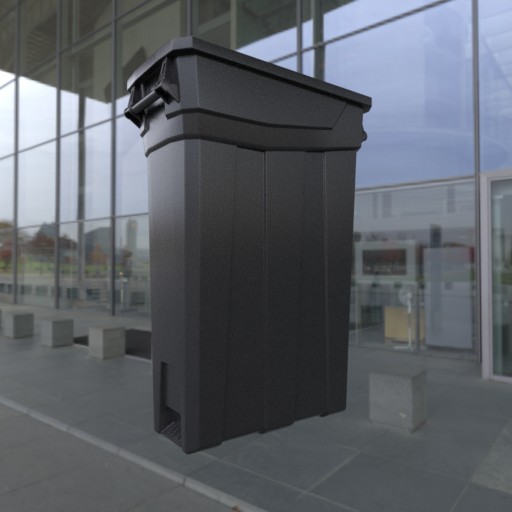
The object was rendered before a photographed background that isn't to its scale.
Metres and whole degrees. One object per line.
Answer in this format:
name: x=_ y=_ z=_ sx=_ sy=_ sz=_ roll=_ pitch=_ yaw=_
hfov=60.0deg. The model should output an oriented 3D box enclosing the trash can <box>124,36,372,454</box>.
trash can: x=0.000 y=0.000 z=1.025 sx=0.559 sy=0.762 sz=0.281 roll=1 pitch=-2 yaw=-36
